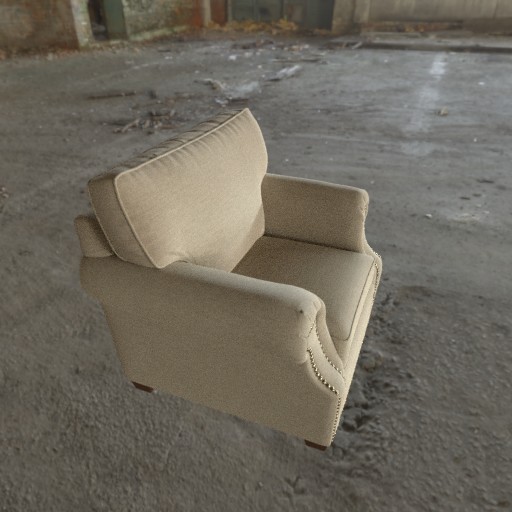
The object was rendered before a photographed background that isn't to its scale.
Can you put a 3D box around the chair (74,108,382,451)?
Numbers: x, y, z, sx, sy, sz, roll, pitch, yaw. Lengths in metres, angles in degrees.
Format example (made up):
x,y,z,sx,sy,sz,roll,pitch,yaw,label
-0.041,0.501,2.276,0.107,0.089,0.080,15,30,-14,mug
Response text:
x,y,z,sx,sy,sz,roll,pitch,yaw,label
0.000,0.000,1.839,0.965,0.961,1.092,12,33,19,chair
